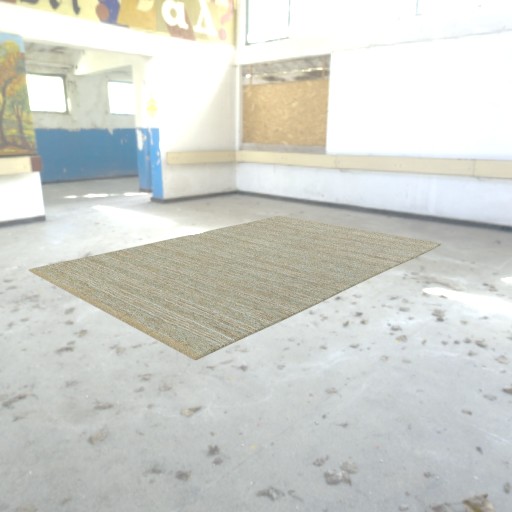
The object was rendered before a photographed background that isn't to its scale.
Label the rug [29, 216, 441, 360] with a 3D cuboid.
[{"bbox_3d":[0.000,0.000,2.324,1.240,0.010,1.824,15,22,41],"label":"rug"}]
